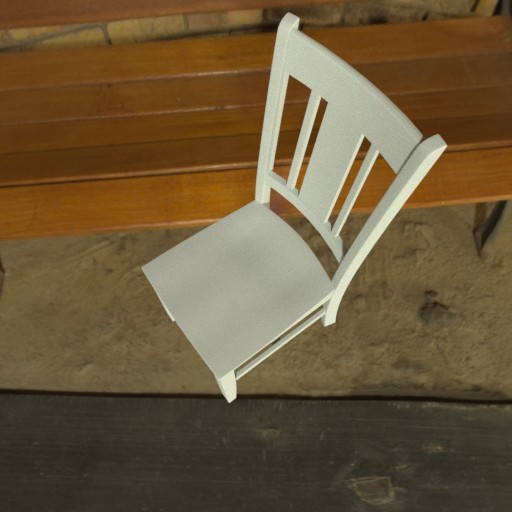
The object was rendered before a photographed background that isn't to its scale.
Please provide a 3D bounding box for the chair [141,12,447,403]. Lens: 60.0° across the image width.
[{"bbox_3d":[0.000,0.000,1.239,0.555,0.998,0.450,-34,68,-15],"label":"chair"}]
